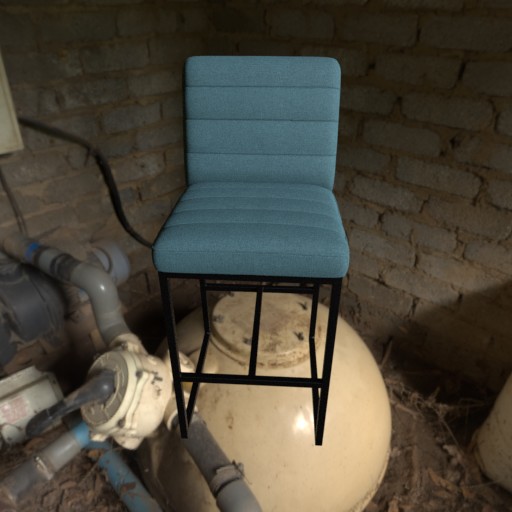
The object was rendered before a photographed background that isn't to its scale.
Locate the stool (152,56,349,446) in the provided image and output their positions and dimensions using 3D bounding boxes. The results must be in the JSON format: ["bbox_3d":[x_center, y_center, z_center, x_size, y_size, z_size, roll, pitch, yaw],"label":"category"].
[{"bbox_3d":[0.000,0.000,1.323,0.460,1.040,0.560,2,31,3],"label":"stool"}]
